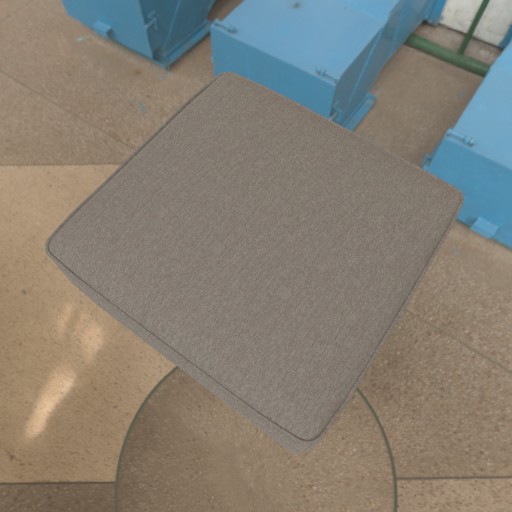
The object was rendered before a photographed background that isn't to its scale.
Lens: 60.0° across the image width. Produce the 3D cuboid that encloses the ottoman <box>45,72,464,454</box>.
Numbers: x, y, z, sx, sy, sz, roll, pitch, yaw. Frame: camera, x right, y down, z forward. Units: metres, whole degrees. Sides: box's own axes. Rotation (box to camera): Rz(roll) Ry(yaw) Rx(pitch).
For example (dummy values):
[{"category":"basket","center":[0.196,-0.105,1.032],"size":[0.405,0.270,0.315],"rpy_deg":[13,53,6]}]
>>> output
[{"category":"ottoman","center":[0.000,0.000,1.360],"size":[0.871,0.612,0.808],"rpy_deg":[33,68,15]}]
